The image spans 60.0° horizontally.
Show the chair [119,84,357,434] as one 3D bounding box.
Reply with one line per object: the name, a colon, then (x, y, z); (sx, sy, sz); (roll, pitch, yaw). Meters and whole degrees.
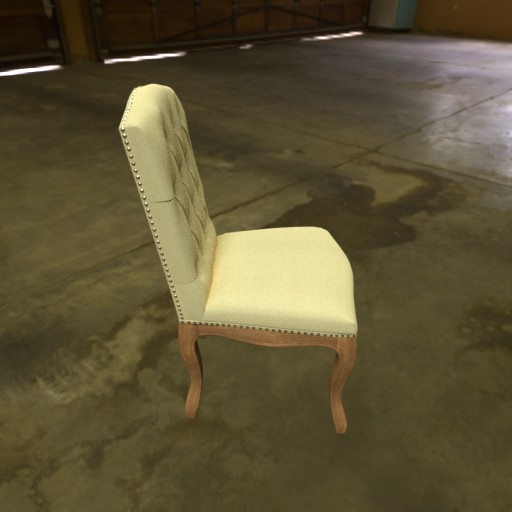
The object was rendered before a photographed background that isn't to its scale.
chair: (0.000, 0.000, 1.591); (0.715, 1.165, 0.623); (0, 32, 0)
